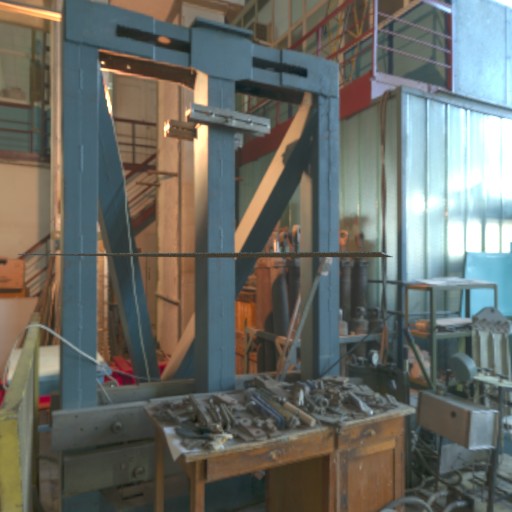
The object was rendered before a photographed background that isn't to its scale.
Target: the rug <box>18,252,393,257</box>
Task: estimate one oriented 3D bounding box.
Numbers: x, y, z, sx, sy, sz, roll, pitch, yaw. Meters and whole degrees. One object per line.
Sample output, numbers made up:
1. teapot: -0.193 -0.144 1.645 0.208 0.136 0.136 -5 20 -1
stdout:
1. rug: 0.000 0.000 4.213 2.443 0.007 3.200 0 -1 18
